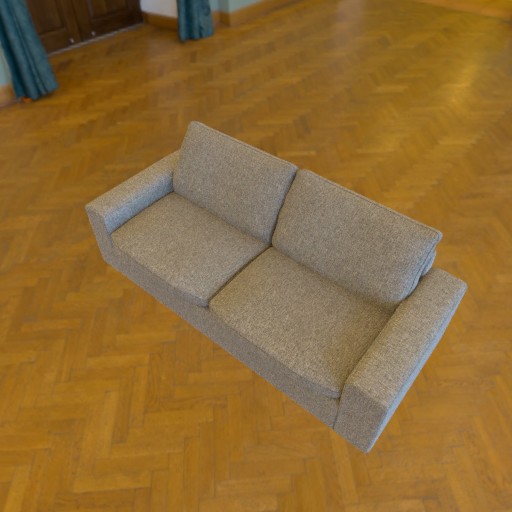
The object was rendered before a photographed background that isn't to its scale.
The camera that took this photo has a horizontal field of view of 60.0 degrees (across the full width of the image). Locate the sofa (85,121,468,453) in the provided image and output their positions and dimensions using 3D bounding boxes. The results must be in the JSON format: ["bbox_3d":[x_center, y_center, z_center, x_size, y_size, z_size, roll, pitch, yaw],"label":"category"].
[{"bbox_3d":[0.000,0.000,2.833,2.299,0.922,1.040,31,53,26],"label":"sofa"}]
